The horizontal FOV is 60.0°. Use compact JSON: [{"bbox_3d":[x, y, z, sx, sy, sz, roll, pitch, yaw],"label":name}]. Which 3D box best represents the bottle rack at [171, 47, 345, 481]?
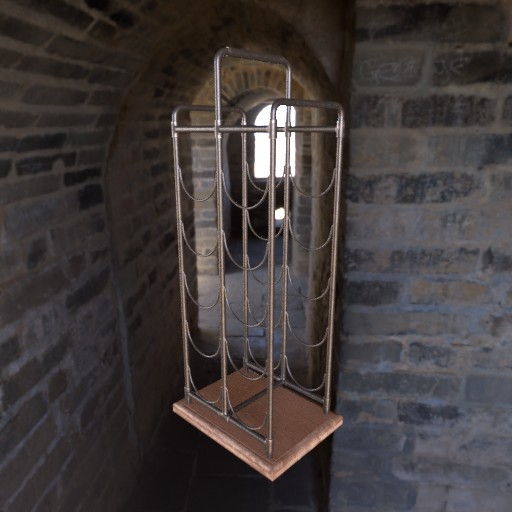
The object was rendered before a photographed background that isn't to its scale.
[{"bbox_3d":[0.000,0.000,0.804,0.276,0.680,0.208,15,22,42],"label":"bottle rack"}]
